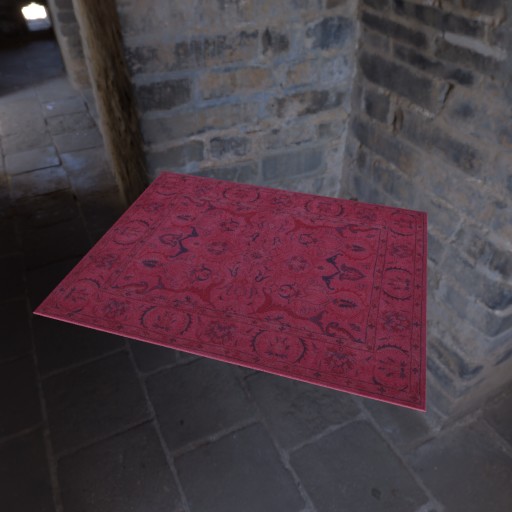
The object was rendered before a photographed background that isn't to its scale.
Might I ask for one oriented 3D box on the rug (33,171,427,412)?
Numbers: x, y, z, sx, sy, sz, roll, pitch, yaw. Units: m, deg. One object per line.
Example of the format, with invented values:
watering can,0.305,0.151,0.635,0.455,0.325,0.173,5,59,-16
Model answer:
rug,0.000,0.000,3.960,2.929,0.012,2.300,11,41,13
